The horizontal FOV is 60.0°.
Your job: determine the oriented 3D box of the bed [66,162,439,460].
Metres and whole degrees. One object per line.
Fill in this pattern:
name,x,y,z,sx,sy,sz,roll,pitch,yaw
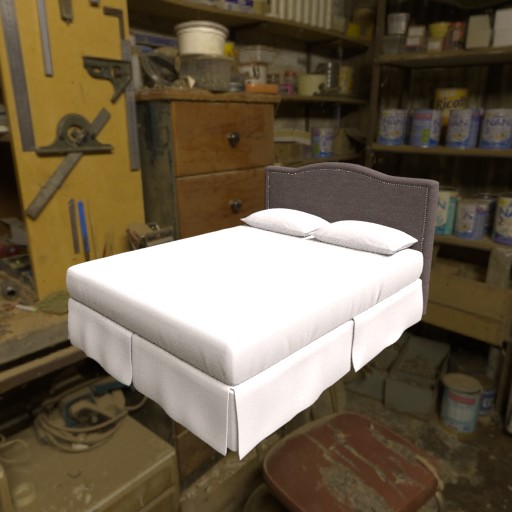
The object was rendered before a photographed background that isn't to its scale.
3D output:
bed,0.000,0.000,3.927,2.161,1.457,2.689,15,23,41
